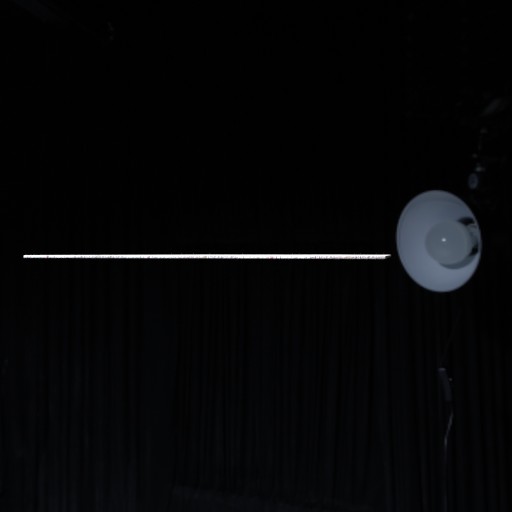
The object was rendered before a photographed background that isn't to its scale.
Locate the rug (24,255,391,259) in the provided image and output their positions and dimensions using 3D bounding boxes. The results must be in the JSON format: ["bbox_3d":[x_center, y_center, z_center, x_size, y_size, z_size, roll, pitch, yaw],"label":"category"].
[{"bbox_3d":[0.000,0.000,4.020,2.317,0.016,2.959,0,0,17],"label":"rug"}]
